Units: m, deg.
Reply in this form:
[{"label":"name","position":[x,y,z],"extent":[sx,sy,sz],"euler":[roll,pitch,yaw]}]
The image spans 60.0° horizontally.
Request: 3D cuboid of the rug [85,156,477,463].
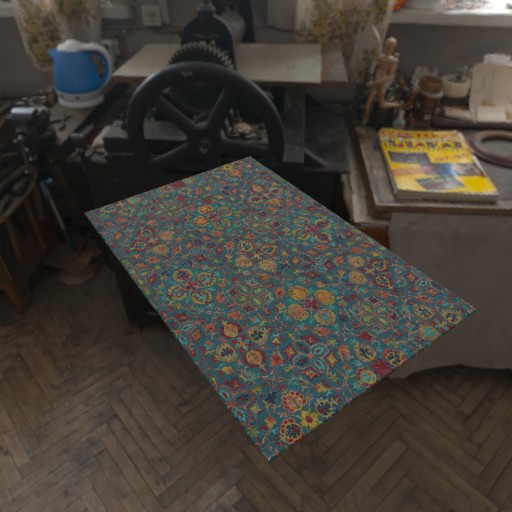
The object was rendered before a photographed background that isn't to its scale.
[{"label":"rug","position":[0.000,0.000,2.358],"extent":[1.216,0.014,1.836],"euler":[-25,46,-26]}]
